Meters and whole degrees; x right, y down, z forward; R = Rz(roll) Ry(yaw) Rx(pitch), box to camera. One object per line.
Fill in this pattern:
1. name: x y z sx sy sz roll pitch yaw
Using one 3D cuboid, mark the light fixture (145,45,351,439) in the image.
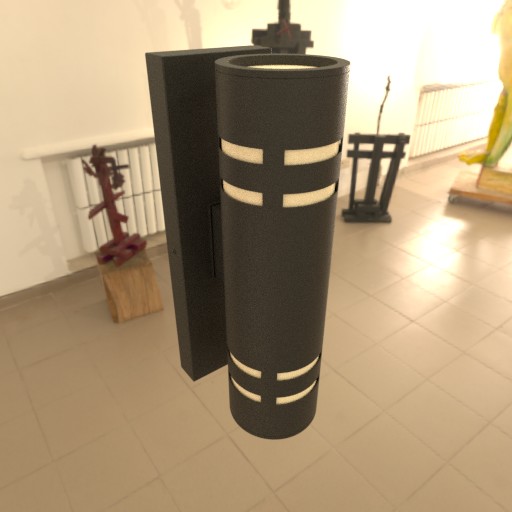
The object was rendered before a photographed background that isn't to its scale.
1. light fixture: 0.000 0.000 0.401 0.105 0.330 0.149 -21 36 -31
